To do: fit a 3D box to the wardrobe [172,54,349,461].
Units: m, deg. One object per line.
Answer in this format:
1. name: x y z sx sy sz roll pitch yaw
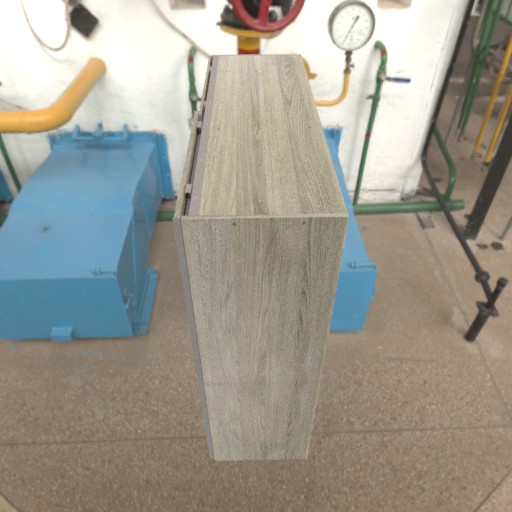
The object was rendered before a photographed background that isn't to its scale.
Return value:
1. wardrobe: 0.000 0.000 2.886 0.629 1.960 1.780 -1 42 -1
